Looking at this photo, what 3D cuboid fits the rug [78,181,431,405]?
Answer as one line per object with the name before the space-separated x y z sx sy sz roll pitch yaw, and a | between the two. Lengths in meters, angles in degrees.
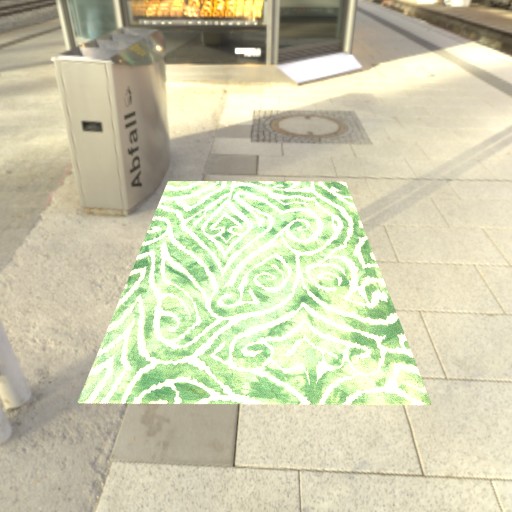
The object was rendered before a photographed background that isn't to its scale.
rug | 0.000 0.000 2.285 1.220 0.006 1.826 0 34 0
